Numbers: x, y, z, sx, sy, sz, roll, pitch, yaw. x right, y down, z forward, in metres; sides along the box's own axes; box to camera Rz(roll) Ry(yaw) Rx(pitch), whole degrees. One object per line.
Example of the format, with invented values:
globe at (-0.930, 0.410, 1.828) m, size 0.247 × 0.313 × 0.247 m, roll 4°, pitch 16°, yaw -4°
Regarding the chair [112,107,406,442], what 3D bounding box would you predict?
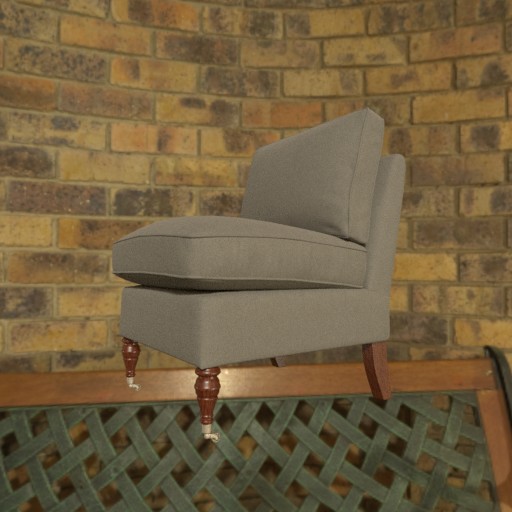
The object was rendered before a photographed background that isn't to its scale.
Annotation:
chair at (0.000, 0.000, 1.689) m, size 0.924 × 1.045 × 0.724 m, roll 1°, pitch -1°, yaw -35°
